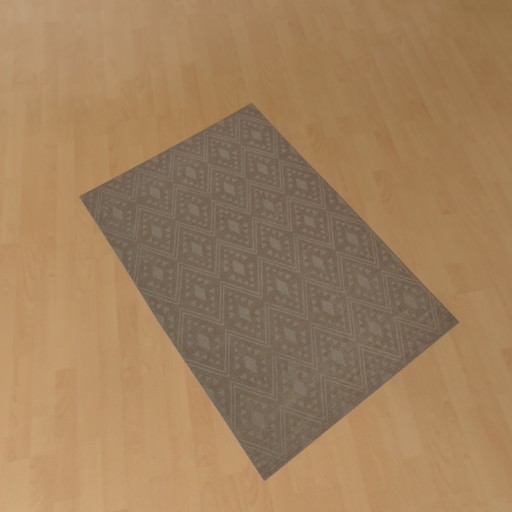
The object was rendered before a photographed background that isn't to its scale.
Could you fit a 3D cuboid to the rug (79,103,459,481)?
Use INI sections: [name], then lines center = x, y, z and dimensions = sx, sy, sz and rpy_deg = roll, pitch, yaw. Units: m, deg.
[rug]
center = 0.000, 0.000, 2.426
dimensions = 1.252, 0.034, 1.829
rpy_deg = -33, 69, -15
